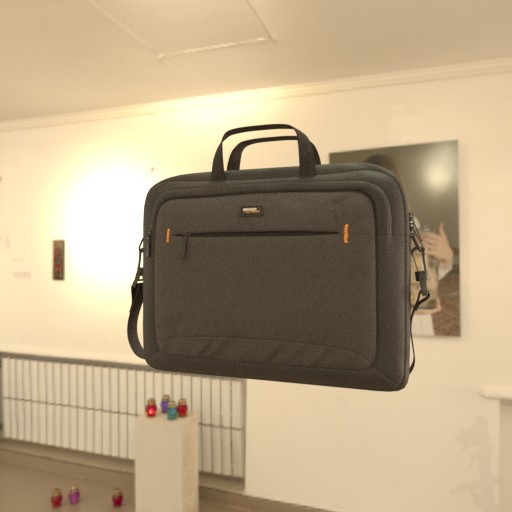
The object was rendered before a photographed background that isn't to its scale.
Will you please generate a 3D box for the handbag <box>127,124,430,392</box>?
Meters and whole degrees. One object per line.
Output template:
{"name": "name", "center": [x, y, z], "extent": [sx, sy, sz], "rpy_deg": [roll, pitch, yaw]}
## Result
{"name": "handbag", "center": [0.000, 0.000, 0.436], "extent": [0.320, 0.244, 0.089], "rpy_deg": [0, 0, 19]}
